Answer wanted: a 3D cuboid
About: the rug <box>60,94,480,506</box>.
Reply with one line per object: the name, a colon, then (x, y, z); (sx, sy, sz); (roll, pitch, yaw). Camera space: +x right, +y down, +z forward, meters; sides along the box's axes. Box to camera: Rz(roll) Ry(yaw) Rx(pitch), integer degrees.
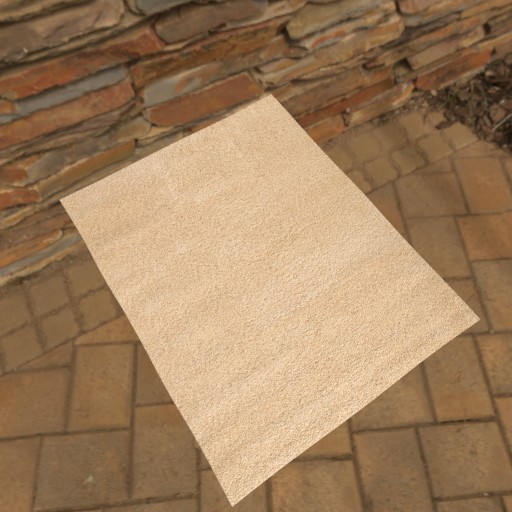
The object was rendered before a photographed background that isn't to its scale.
rug: (0.000, 0.000, 3.882); (2.400, 0.025, 3.000); (-31, 68, -14)
